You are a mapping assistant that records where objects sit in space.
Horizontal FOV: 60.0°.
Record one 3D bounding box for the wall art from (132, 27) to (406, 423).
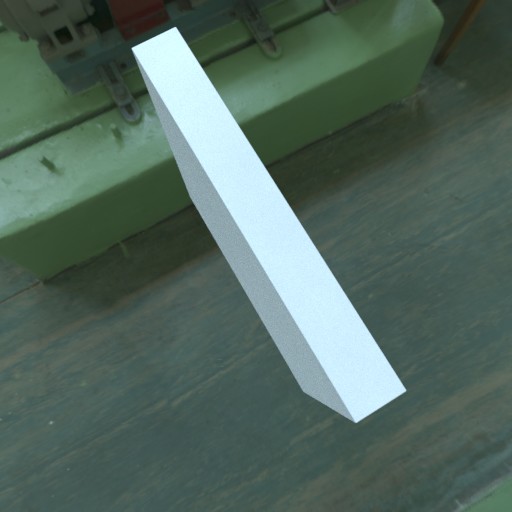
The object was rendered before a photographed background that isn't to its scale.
[{"bbox_3d":[0.000,0.000,0.449,0.038,0.305,0.305,-29,78,-7],"label":"wall art"}]
